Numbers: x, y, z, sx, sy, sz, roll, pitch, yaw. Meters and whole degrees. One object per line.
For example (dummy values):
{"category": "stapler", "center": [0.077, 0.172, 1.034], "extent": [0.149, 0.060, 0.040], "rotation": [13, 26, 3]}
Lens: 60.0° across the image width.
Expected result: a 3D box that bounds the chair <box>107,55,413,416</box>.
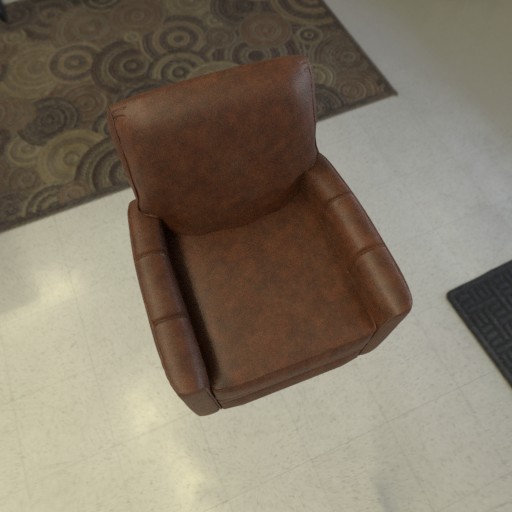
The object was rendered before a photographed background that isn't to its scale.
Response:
{"category": "chair", "center": [0.000, 0.000, 1.617], "extent": [0.839, 1.010, 0.850], "rotation": [-19, 65, -9]}
